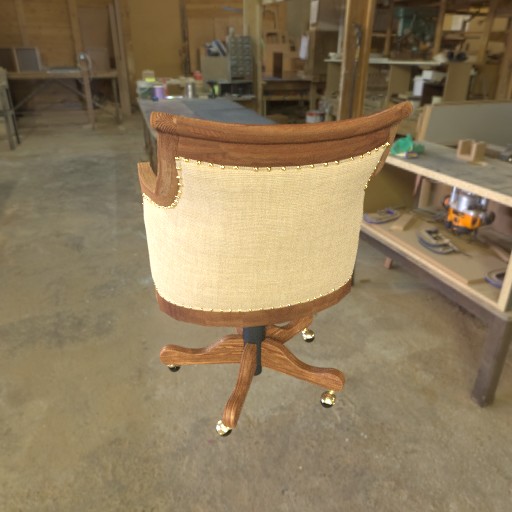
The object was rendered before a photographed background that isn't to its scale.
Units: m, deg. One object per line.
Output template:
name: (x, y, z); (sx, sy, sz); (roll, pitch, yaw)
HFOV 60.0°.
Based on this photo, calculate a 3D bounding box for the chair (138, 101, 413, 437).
chair: (0.000, 0.000, 1.402); (0.656, 0.965, 0.689); (-8, 27, -15)
